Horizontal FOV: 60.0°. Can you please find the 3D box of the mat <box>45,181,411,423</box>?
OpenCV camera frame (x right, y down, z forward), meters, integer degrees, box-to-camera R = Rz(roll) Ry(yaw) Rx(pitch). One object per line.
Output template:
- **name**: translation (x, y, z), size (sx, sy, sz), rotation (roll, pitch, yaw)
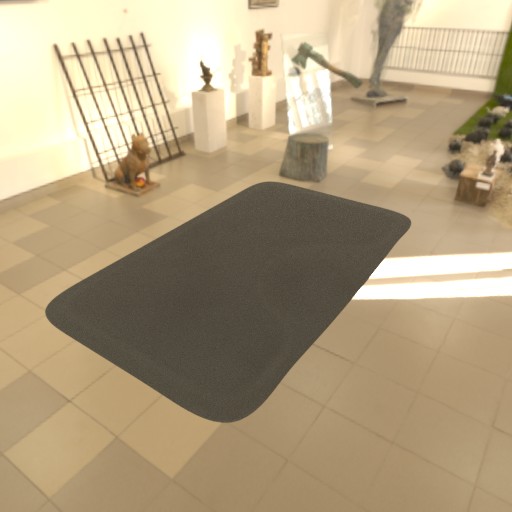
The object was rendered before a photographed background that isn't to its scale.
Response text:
- **mat**: translation (0.000, 0.000, 1.886), size (0.918, 0.013, 1.524), rotation (20, 37, 29)
